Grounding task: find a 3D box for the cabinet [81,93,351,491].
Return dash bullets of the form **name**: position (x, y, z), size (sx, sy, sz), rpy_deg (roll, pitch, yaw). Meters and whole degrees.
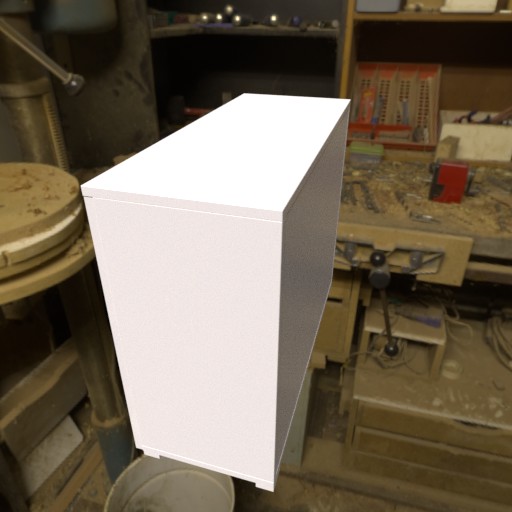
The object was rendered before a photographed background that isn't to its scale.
- **cabinet**: position (0.000, 0.000, 1.415), size (0.400, 0.800, 1.000), rpy_deg (9, 31, 15)
